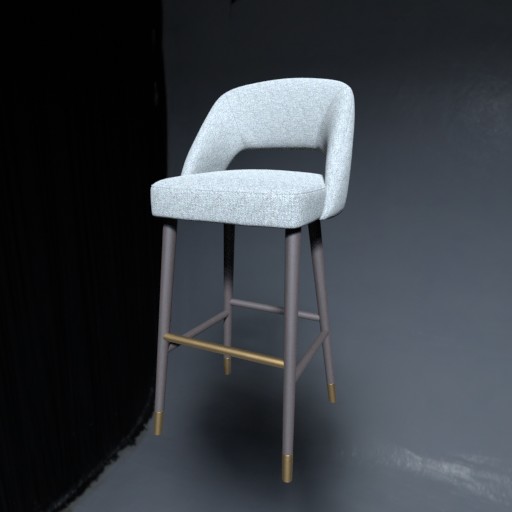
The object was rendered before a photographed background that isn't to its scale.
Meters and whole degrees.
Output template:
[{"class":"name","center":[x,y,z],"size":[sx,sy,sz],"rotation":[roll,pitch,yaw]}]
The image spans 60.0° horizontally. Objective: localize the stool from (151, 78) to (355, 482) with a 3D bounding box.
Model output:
[{"class":"stool","center":[0.000,0.000,1.379],"size":[0.536,1.089,0.524],"rotation":[7,16,26]}]
